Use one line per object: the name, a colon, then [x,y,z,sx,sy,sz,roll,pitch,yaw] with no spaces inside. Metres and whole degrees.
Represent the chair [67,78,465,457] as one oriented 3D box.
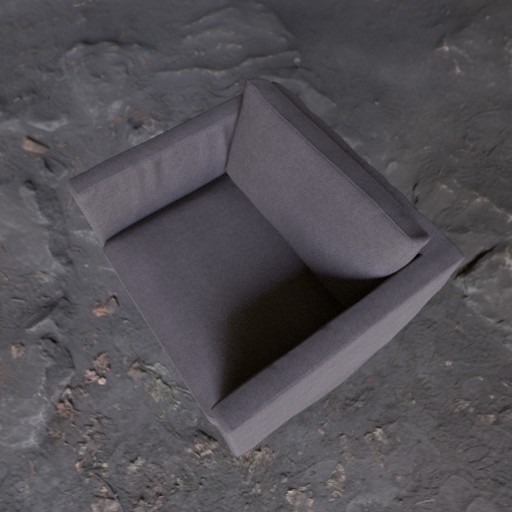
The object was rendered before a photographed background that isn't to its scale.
chair: [0.000,0.000,1.710,0.949,0.863,1.057,-32,66,-16]
